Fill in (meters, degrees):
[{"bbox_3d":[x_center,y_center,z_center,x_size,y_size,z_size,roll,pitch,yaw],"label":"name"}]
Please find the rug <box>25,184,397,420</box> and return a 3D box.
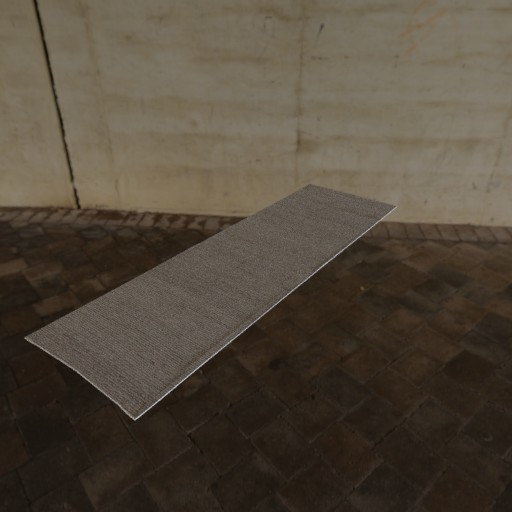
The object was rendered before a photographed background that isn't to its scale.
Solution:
[{"bbox_3d":[0.000,0.000,2.579,0.741,0.014,2.390,21,36,32],"label":"rug"}]
